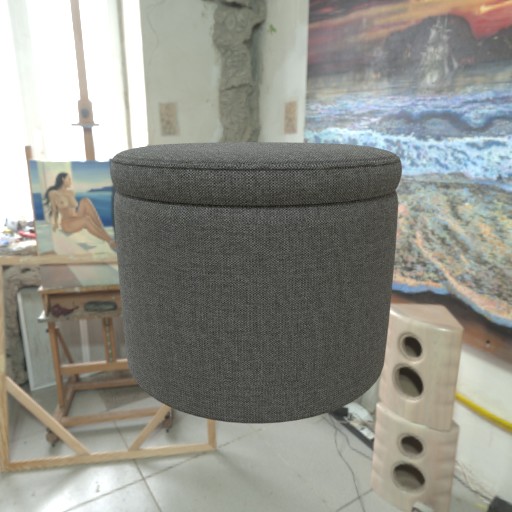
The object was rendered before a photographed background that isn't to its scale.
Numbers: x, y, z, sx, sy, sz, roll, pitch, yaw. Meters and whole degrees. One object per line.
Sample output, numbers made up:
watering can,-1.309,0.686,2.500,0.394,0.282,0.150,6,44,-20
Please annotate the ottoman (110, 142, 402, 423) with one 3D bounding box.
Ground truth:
ottoman,0.000,0.000,0.872,0.520,0.430,0.520,0,16,0
